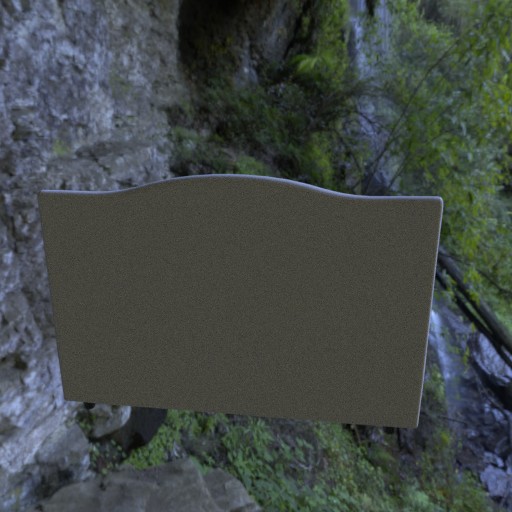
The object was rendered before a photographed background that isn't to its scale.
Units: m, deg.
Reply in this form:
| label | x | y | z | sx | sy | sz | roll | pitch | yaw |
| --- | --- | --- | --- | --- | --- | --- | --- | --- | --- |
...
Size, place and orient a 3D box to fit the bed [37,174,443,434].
| label | x | y | z | sx | sy | sz | roll | pitch | yaw |
| --- | --- | --- | --- | --- | --- | --- | --- | --- | --- |
| bed | 0.000 | 0.000 | 3.410 | 2.083 | 1.421 | 2.182 | 2 | 16 | 7 |
